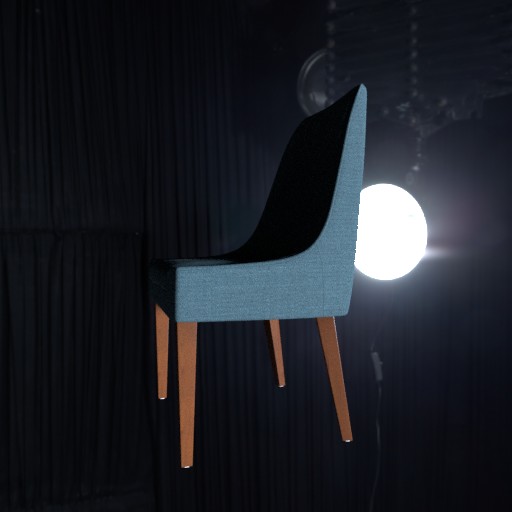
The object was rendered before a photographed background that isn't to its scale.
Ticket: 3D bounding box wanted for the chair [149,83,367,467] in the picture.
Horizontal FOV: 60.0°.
[{"bbox_3d":[0.000,0.000,1.194,0.544,0.861,0.529,0,1,-18],"label":"chair"}]
